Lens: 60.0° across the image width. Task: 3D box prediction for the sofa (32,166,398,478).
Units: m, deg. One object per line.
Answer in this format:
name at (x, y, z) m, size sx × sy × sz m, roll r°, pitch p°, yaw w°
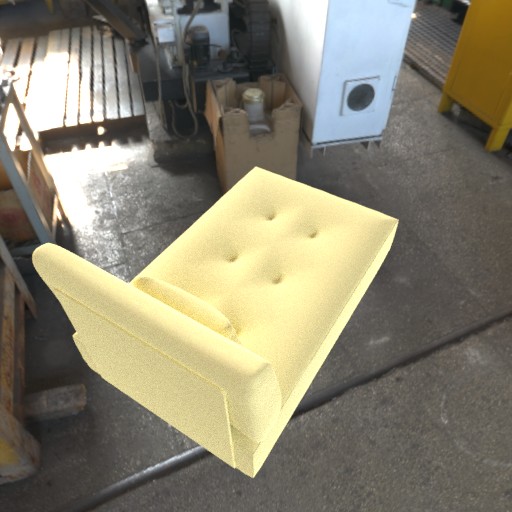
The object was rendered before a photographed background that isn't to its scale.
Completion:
sofa at (0.000, 0.000, 2.008) m, size 0.930 × 0.820 × 1.450 m, roll 25°, pitch 51°, yaw 22°
